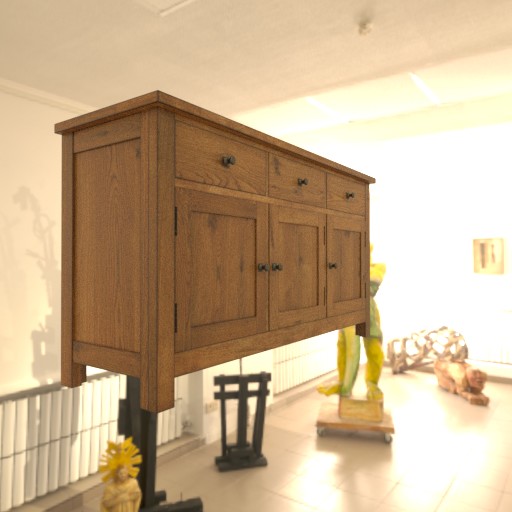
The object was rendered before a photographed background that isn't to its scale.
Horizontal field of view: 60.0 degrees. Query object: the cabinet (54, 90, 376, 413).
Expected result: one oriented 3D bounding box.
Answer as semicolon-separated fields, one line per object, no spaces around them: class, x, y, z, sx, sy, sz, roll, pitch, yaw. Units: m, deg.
cabinet;0.000;0.000;1.829;0.480;0.813;1.474;0;-1;36
